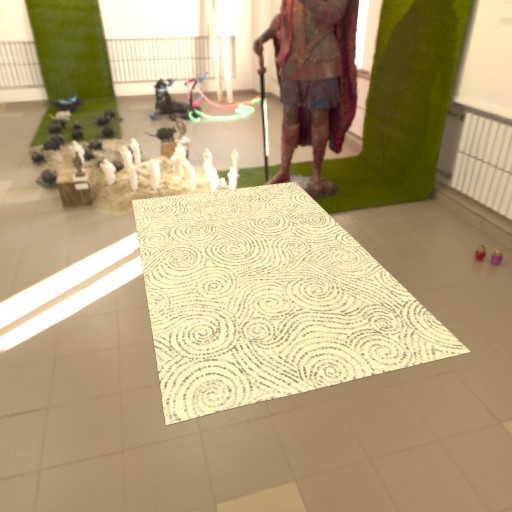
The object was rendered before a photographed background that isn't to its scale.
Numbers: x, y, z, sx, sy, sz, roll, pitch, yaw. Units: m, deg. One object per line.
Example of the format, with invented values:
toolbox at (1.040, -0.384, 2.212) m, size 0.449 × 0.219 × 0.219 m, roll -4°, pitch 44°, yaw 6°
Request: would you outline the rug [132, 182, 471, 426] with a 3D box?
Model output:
rug at (0.000, 0.000, 3.036) m, size 1.524 × 0.005 × 2.439 m, roll -9°, pitch 32°, yaw -14°
